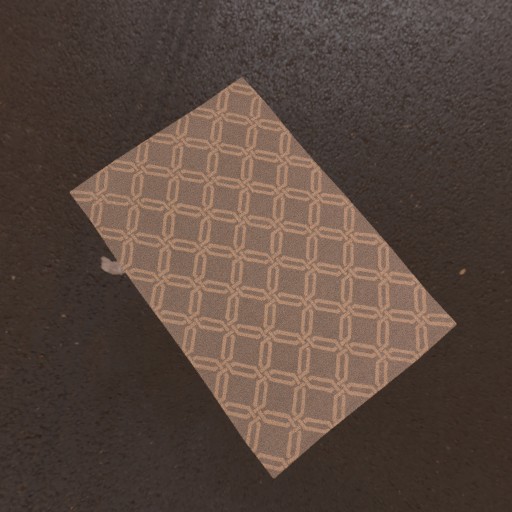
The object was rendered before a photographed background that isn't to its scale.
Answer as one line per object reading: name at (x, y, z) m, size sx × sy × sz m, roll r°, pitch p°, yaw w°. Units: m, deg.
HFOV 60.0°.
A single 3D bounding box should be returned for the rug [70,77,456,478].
rug at (0.000, 0.000, 2.245) m, size 1.148 × 0.010 × 1.754 m, roll -37°, pitch 79°, yaw -8°
